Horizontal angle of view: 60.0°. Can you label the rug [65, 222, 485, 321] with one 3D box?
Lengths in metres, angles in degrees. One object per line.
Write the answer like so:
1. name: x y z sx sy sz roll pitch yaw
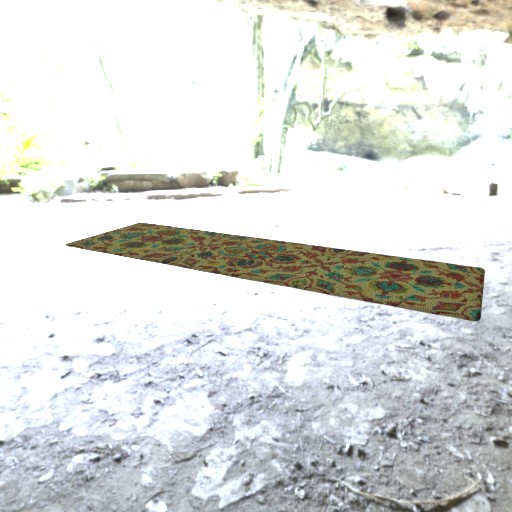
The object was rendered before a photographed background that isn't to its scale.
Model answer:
1. rug: 0.000 0.000 2.468 2.273 0.016 0.693 9 19 26
